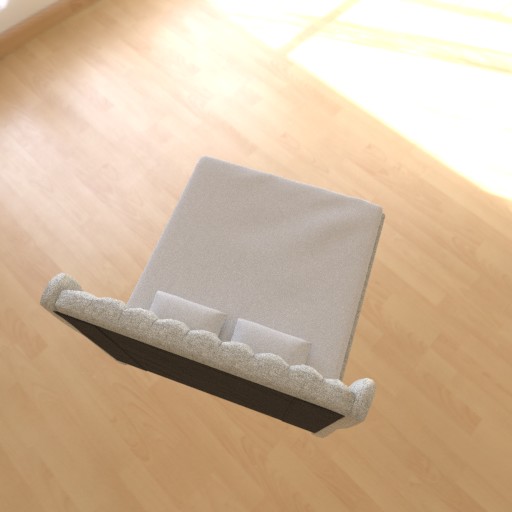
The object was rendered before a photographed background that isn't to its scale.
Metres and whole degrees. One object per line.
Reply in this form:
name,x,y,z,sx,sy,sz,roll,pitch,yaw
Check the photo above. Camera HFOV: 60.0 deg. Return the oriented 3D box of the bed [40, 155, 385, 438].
bed,0.000,0.000,3.925,2.219,1.771,2.347,18,66,8
